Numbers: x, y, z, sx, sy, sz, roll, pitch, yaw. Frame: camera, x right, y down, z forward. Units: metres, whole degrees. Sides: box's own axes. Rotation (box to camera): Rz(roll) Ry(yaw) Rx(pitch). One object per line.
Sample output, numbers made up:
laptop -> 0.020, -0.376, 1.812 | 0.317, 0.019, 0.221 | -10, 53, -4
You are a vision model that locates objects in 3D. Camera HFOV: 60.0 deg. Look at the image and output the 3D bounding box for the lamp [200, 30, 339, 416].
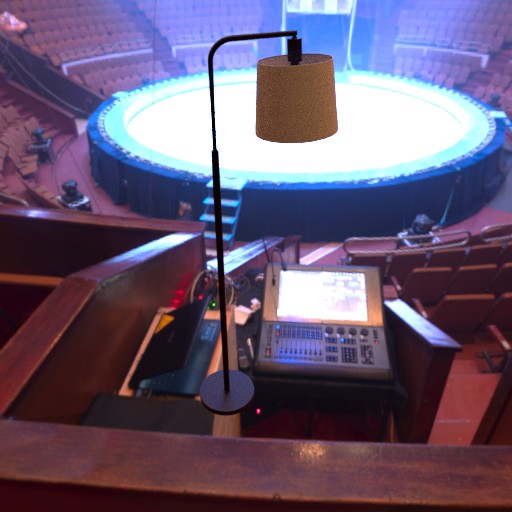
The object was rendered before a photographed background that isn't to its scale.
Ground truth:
lamp -> 0.000, 0.000, 1.620 | 0.508, 1.478, 0.254 | 0, 32, 0
